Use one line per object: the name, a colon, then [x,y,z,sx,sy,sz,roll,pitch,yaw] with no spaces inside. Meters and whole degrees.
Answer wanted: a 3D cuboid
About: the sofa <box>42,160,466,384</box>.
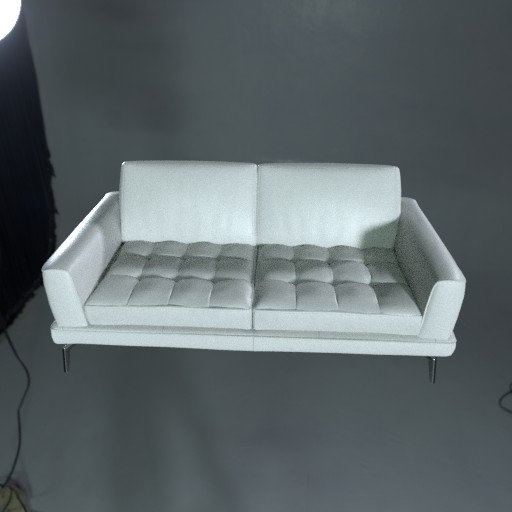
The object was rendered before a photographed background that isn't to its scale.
sofa: [0.000,0.000,2.682,2.177,0.930,1.121,1,30,3]
